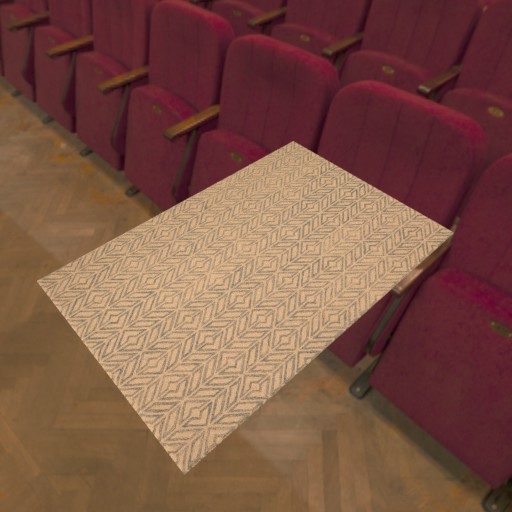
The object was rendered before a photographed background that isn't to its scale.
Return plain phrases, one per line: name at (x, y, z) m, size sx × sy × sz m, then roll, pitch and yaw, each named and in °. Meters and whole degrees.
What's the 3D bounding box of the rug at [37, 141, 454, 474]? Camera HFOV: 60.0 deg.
rug at (0.000, 0.000, 2.311) m, size 1.824 × 0.008 × 1.220 m, roll -34°, pitch 56°, yaw -27°
